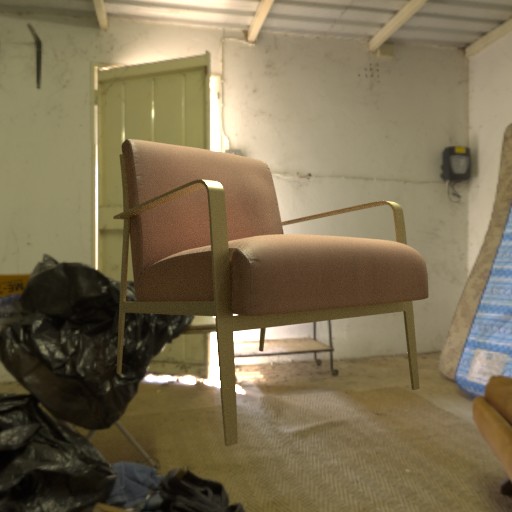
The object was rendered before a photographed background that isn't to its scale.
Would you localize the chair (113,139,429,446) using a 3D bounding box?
[{"bbox_3d":[0.000,0.000,1.427,0.701,0.823,0.848,0,0,-36],"label":"chair"}]
